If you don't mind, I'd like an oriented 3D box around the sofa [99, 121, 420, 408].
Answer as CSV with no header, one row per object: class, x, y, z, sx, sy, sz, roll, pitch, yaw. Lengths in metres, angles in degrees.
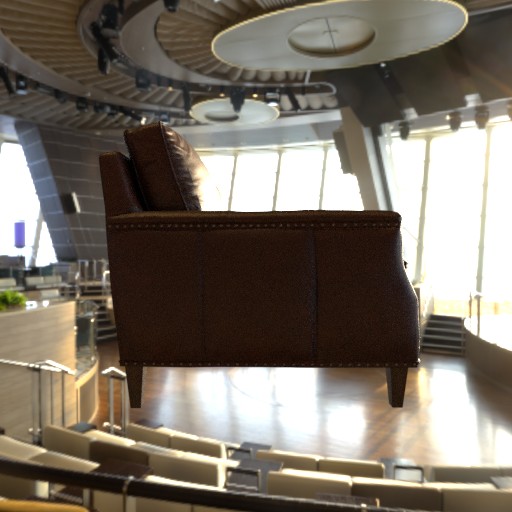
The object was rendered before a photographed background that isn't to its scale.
sofa,0.000,0.000,2.224,1.083,1.003,1.628,0,1,0
